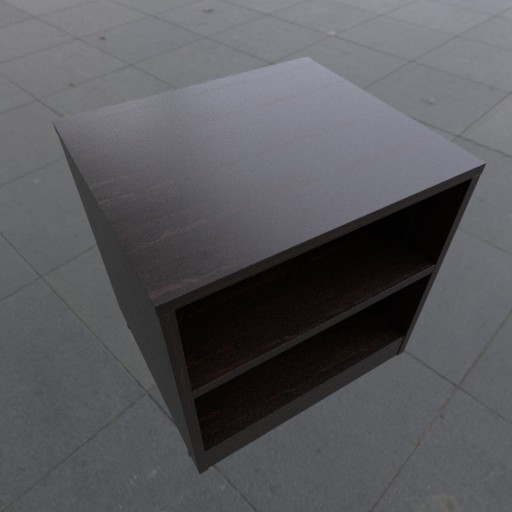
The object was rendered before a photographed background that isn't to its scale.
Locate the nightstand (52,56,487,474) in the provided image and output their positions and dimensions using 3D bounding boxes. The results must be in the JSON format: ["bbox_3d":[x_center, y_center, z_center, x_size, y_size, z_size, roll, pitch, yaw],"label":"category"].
[{"bbox_3d":[0.000,0.000,0.826,0.489,0.487,0.427,-23,50,-21],"label":"nightstand"}]
